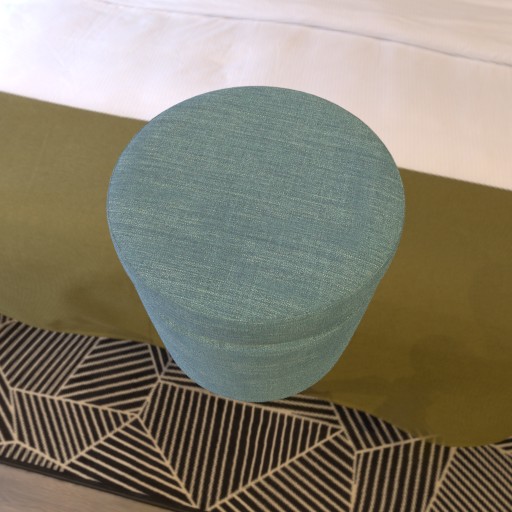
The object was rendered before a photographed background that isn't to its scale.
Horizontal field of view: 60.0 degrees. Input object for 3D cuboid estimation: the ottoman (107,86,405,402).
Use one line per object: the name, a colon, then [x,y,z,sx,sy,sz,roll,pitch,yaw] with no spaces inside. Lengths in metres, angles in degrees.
ottoman: [0.000,0.000,0.746,0.398,0.406,0.398,0,60,0]
